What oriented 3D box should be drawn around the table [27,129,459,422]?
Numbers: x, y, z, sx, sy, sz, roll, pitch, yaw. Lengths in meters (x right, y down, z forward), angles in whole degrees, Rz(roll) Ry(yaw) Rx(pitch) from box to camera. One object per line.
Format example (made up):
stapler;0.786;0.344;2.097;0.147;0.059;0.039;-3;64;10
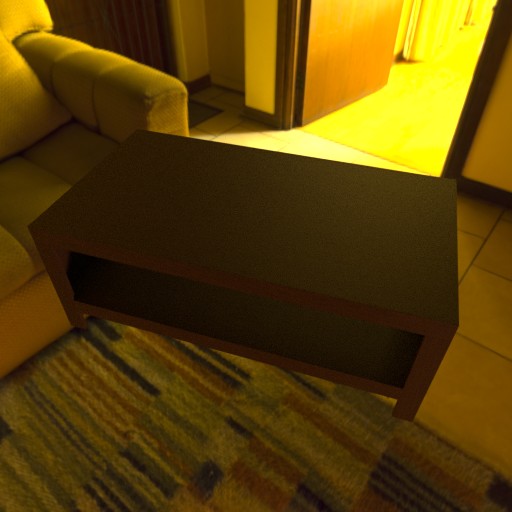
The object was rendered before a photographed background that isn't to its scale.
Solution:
table;0.000;0.000;1.418;1.099;0.424;0.597;12;44;13
